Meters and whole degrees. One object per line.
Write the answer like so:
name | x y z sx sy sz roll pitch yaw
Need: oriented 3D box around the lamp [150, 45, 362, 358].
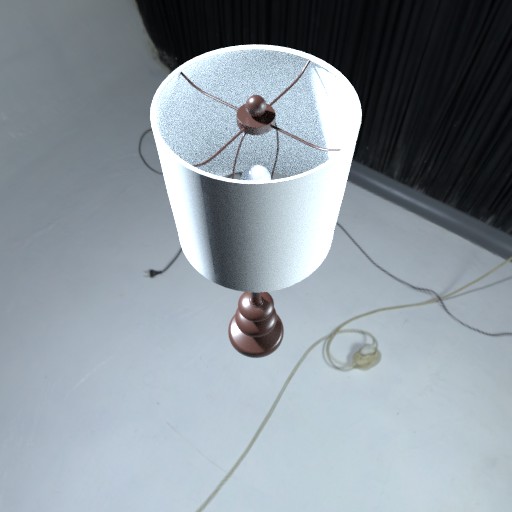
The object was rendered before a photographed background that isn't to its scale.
lamp | 0.000 0.000 0.814 0.254 0.690 0.254 31 62 19
